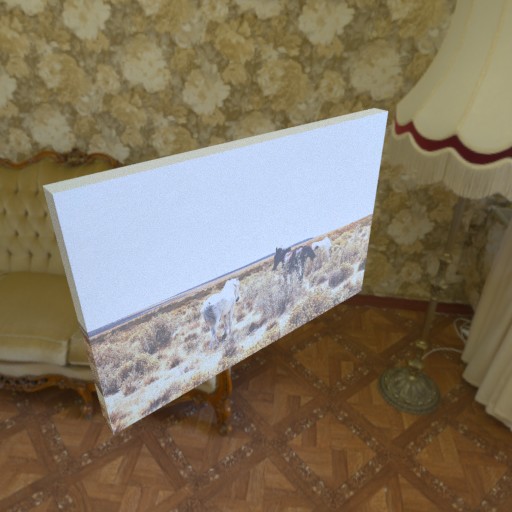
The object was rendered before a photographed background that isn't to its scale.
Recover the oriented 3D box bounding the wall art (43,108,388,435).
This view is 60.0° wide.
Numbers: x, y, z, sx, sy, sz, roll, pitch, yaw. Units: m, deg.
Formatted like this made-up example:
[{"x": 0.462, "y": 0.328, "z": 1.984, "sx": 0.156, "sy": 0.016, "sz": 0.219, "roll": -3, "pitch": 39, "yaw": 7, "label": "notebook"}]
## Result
[{"x": 0.000, "y": 0.000, "z": 1.152, "sx": 0.914, "sy": 0.610, "sz": 0.050, "roll": -23, "pitch": 38, "yaw": -33, "label": "wall art"}]
